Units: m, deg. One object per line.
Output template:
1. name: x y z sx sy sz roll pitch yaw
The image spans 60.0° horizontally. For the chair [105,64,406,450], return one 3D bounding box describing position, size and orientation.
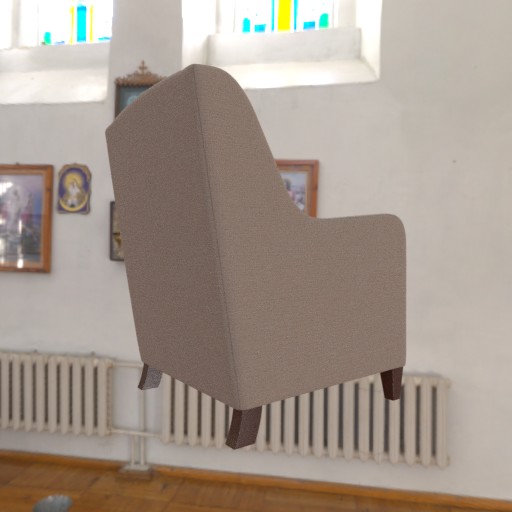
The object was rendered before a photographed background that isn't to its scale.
1. chair: 0.000 0.000 1.623 0.896 1.017 0.715 0 0 -36
